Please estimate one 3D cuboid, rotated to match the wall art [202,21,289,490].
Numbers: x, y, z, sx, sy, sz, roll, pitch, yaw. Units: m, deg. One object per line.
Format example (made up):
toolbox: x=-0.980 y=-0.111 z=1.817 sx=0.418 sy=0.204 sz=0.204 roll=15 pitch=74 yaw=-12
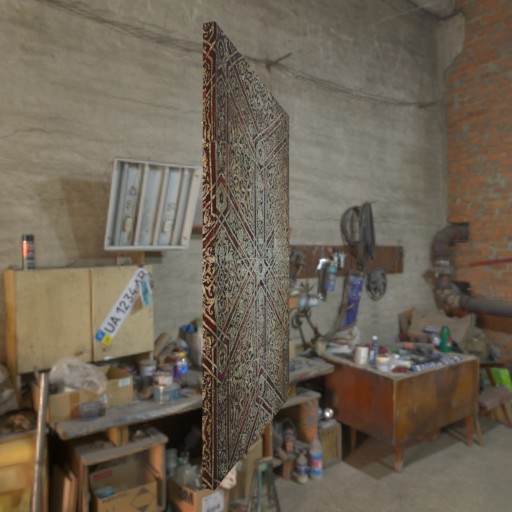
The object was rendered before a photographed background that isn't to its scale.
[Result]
wall art: x=0.000 y=0.000 z=1.143 sx=0.030 sy=0.904 sz=0.599 roll=0 pitch=0 yaw=18
